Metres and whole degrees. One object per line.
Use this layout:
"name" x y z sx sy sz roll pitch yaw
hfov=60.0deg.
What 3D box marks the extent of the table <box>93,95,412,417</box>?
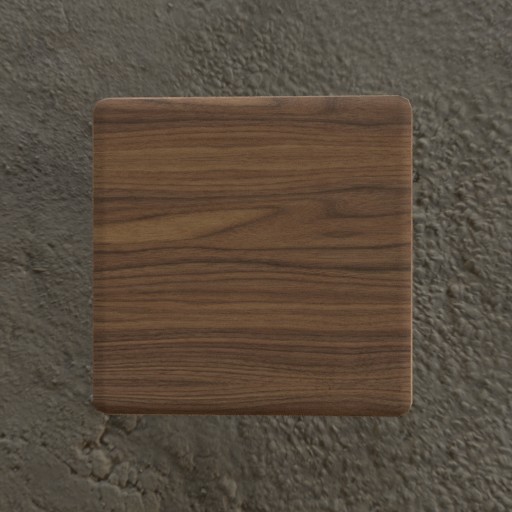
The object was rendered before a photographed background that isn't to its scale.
"table" 0.000 0.000 0.983 0.480 0.641 0.479 0 90 1
